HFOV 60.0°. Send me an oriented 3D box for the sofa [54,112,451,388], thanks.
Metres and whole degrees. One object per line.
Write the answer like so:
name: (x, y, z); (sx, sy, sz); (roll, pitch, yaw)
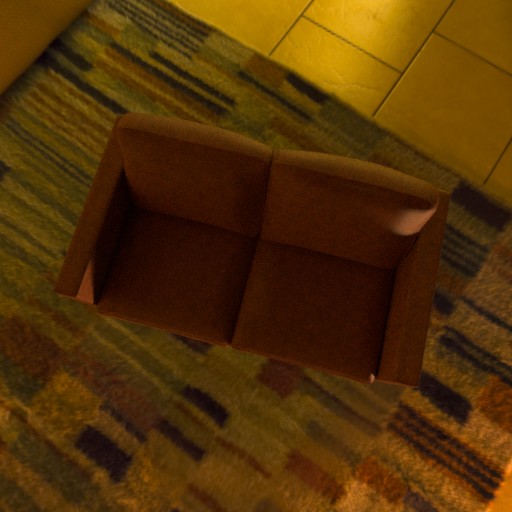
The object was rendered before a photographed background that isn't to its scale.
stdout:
sofa: (0.000, 0.000, 2.133); (1.578, 0.951, 0.909); (14, 77, 3)
